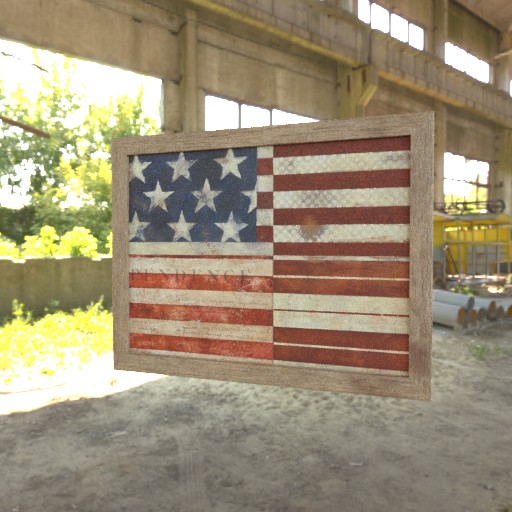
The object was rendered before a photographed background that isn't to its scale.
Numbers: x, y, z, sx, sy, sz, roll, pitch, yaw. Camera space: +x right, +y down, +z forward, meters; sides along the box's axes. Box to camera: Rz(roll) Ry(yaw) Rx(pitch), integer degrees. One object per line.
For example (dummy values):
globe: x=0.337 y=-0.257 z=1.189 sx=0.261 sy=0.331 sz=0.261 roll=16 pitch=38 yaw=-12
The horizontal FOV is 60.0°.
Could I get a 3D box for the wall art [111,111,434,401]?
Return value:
wall art: x=0.000 y=0.000 z=0.930 sx=0.690 sy=0.535 sz=0.026 roll=0 pitch=1 yaw=18
